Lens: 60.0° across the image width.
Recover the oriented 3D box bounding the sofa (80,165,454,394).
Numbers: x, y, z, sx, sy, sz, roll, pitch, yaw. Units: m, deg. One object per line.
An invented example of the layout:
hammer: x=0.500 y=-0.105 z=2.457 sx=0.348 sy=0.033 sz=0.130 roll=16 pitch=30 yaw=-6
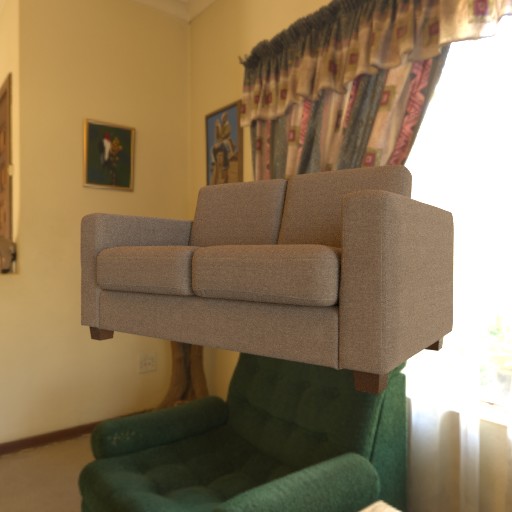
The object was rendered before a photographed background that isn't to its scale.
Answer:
sofa: x=0.000 y=0.000 z=2.013 sx=1.520 sy=0.800 sz=0.900 roll=0 pitch=1 yaw=36
